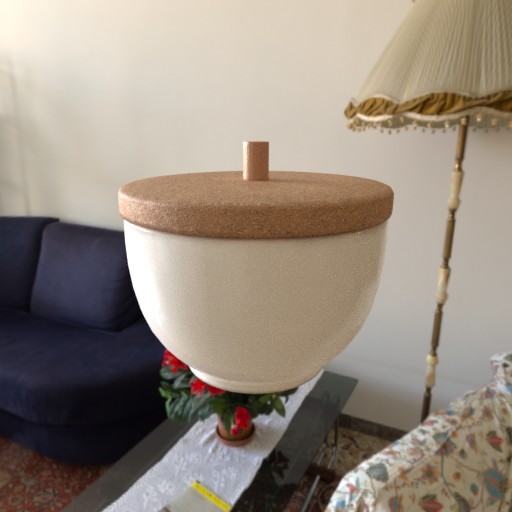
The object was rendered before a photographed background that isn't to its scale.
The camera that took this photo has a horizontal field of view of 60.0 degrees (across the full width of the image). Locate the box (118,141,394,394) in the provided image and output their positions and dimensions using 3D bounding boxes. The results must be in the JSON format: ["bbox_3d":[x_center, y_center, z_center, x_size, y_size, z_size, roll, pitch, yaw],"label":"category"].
[{"bbox_3d":[0.000,0.000,0.187,0.107,0.094,0.107,0,16,0],"label":"box"}]
